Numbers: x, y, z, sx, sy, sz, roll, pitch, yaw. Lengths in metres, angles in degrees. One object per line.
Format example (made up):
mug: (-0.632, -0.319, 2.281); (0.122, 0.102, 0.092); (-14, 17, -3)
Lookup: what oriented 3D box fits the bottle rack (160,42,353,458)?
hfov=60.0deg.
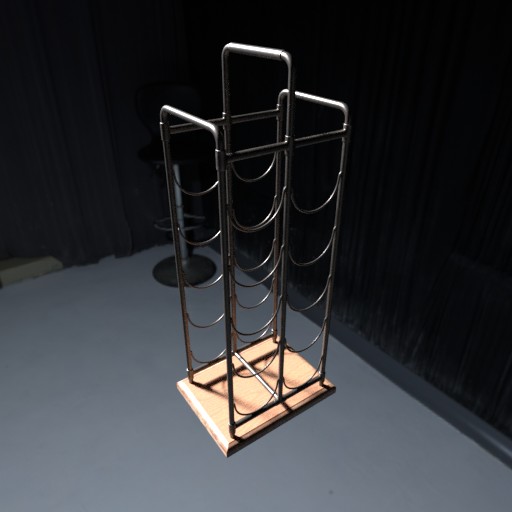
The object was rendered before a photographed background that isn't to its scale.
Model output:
bottle rack: (0.000, 0.000, 0.791); (0.276, 0.680, 0.208); (-20, 36, -30)
